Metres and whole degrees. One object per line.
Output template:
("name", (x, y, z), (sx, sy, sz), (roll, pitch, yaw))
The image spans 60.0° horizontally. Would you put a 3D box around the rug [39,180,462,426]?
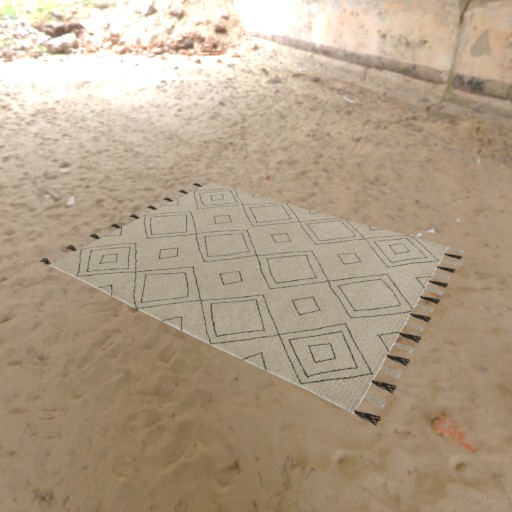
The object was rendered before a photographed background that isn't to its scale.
("rug", (0.000, 0.000, 4.132), (3.221, 0.026, 2.342), (19, 37, 28))
